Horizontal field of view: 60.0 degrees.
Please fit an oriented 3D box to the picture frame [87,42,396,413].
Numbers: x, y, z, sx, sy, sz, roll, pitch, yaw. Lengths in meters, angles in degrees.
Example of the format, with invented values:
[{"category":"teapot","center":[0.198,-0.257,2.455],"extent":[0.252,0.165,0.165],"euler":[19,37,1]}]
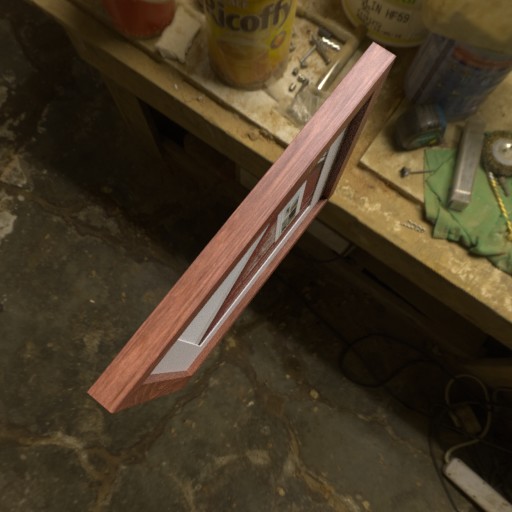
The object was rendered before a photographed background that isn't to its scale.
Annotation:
[{"category":"picture frame","center":[0.000,0.000,0.522],"extent":[0.025,0.330,0.381],"euler":[37,79,8]}]
